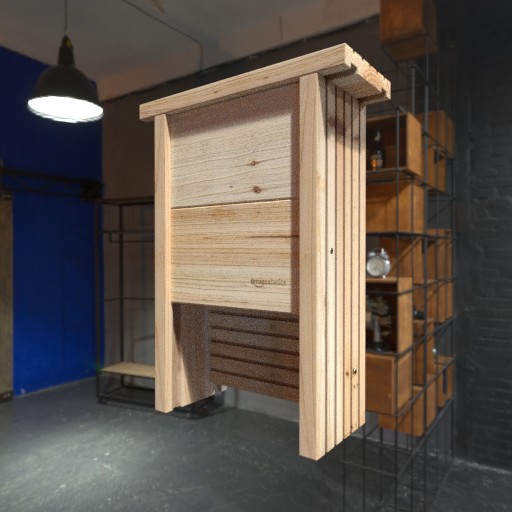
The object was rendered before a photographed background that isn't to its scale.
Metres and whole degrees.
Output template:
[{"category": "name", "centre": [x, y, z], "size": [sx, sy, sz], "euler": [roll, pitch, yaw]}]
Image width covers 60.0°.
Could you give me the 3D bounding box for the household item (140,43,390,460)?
[{"category": "household item", "centre": [0.000, 0.000, 0.560], "size": [0.301, 0.407, 0.123], "euler": [0, 1, 36]}]
